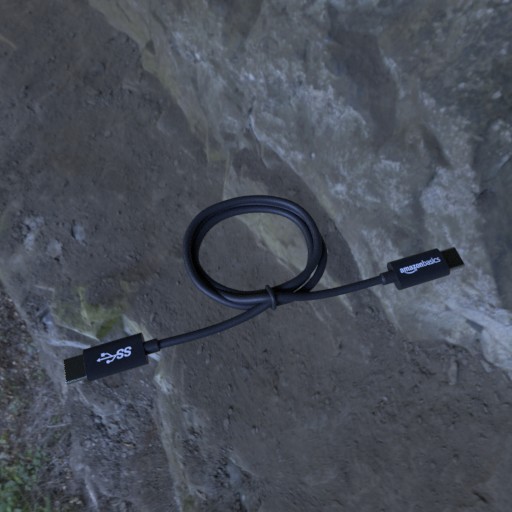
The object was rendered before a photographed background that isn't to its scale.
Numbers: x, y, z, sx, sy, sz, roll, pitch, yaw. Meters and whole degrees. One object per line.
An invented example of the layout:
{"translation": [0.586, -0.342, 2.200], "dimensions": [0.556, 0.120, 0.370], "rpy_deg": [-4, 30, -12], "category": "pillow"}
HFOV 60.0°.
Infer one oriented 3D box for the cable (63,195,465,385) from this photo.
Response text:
{"translation": [0.000, 0.000, 0.209], "dimensions": [0.186, 0.014, 0.070], "rpy_deg": [-16, 65, -8], "category": "cable"}
